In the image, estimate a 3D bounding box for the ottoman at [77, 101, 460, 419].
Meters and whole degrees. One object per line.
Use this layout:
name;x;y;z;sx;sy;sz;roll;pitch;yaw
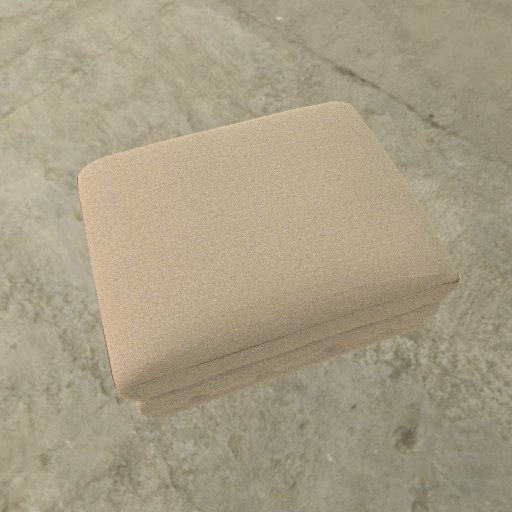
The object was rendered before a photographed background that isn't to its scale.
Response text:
ottoman;0.000;0.000;1.041;0.684;0.463;0.541;-16;61;-9
